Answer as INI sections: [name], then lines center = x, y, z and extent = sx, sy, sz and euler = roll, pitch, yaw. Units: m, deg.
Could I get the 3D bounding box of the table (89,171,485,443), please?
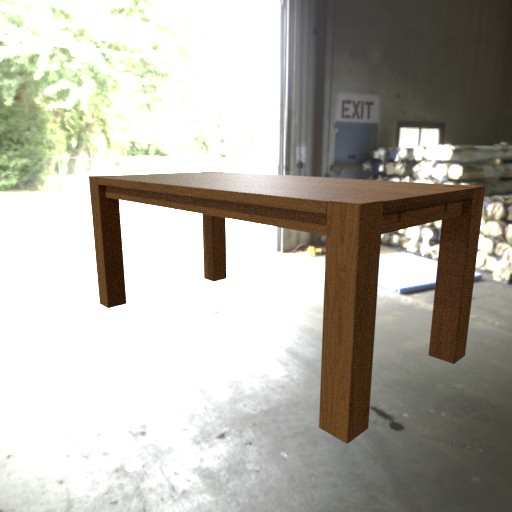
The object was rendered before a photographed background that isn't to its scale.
[table]
center = 0.000, 0.000, 2.249
extent = 0.900, 0.760, 1.800
euler = -12, 18, -42
